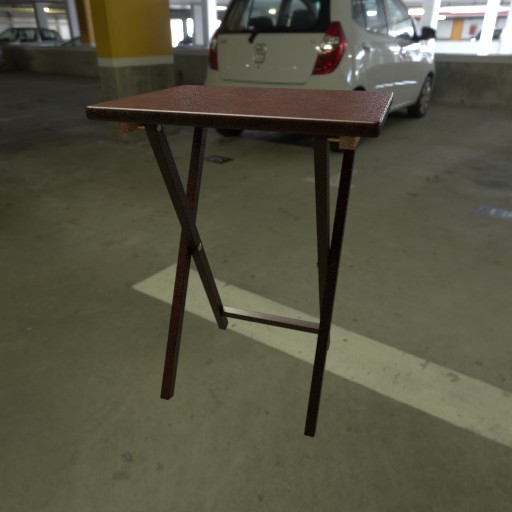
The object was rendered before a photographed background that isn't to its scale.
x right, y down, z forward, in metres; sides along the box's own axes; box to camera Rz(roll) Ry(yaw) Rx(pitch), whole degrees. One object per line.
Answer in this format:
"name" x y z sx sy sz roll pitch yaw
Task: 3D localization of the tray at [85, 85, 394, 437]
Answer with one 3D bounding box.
"tray" 0.000 0.000 0.978 0.483 0.660 0.381 8 28 16
